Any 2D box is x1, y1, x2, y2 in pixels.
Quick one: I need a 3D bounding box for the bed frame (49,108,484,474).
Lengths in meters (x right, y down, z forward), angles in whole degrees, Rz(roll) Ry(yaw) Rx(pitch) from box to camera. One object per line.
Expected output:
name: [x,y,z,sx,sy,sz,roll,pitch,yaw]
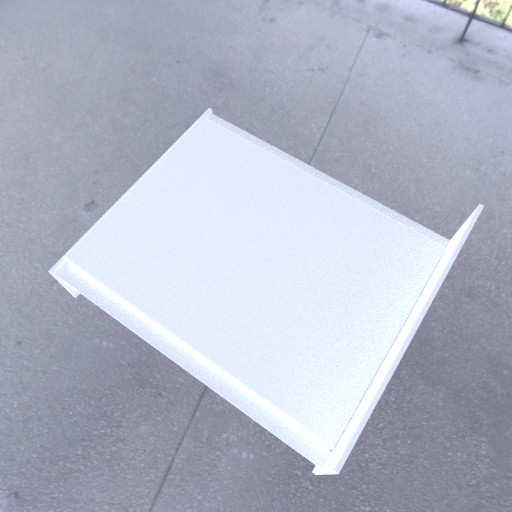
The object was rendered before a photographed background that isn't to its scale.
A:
bed frame: [0.000,0.000,2.767,1.960,0.800,1.622,32,68,15]
